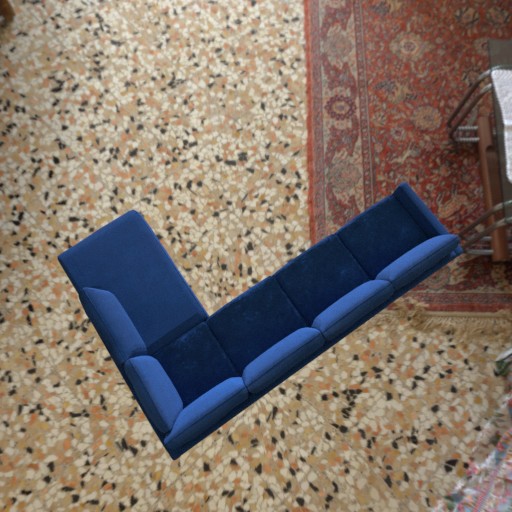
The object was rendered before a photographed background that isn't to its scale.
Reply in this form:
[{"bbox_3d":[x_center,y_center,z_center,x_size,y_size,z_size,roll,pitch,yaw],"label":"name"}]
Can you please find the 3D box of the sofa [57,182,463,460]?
[{"bbox_3d":[0.000,0.000,3.312,2.486,0.687,1.707,-33,77,-9],"label":"sofa"}]
